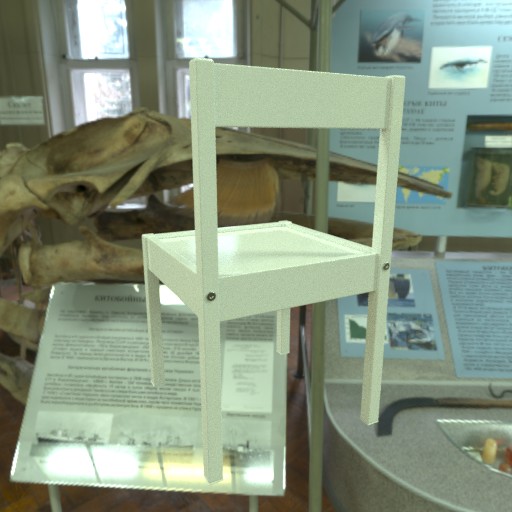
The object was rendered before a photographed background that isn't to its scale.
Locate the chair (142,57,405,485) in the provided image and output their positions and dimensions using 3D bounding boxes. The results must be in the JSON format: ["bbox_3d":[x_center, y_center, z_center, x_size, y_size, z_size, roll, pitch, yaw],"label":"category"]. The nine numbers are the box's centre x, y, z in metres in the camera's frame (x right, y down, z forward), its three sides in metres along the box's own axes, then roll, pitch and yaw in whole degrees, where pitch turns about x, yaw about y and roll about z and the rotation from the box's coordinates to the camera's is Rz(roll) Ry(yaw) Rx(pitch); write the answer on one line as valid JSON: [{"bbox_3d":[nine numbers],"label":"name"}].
[{"bbox_3d":[0.000,0.000,0.685,0.285,0.505,0.285,-8,17,-27],"label":"chair"}]
